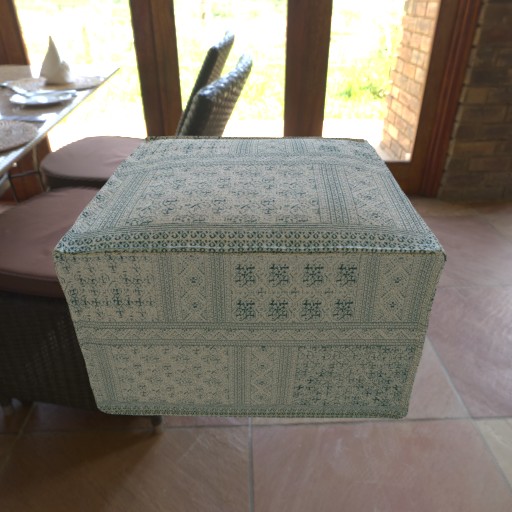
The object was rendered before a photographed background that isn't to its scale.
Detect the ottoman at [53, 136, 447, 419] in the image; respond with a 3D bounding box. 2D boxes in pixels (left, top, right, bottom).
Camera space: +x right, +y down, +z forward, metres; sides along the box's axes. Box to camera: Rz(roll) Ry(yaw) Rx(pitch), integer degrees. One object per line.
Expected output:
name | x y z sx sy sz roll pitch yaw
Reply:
ottoman | 0.000 0.000 1.030 0.626 0.439 0.617 1 31 1
